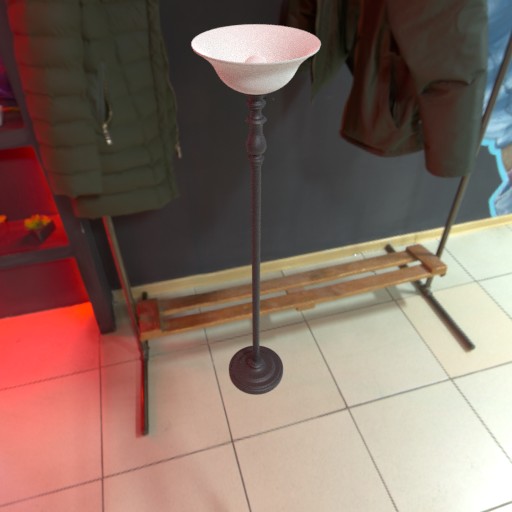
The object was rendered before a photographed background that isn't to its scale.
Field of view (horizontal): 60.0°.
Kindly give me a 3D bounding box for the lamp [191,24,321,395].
[{"bbox_3d":[0.000,0.000,1.988,0.405,1.797,0.405,11,43,12],"label":"lamp"}]
